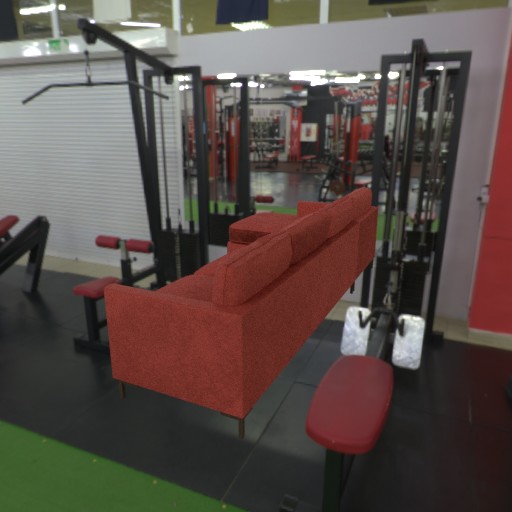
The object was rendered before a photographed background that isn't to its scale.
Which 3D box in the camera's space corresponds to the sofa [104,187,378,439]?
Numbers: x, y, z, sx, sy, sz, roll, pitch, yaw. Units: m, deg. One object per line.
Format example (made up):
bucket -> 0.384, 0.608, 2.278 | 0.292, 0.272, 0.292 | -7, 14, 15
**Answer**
sofa -> 0.000, 0.000, 4.009 | 1.500, 0.967, 3.400 | 8, 18, 25
